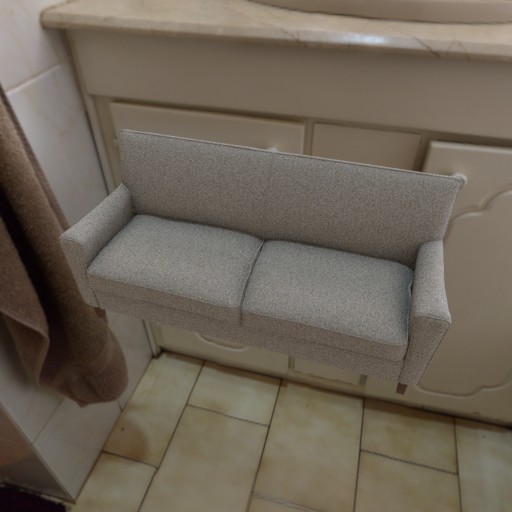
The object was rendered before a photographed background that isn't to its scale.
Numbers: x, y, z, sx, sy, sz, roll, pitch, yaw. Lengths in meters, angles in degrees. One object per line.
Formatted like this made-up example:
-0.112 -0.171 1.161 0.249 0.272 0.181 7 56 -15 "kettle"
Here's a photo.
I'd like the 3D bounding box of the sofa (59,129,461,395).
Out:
0.000 0.000 2.537 2.026 0.942 0.854 11 42 13 "sofa"
